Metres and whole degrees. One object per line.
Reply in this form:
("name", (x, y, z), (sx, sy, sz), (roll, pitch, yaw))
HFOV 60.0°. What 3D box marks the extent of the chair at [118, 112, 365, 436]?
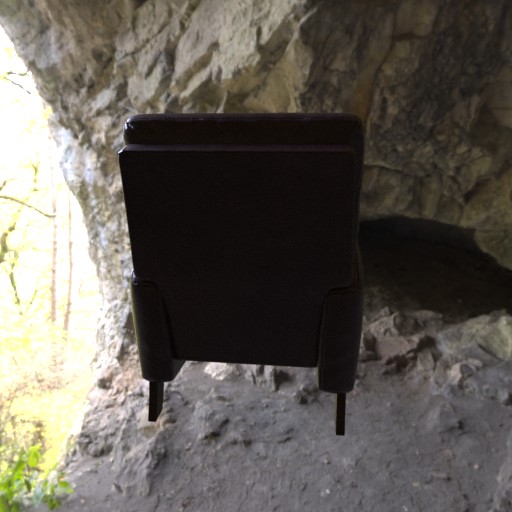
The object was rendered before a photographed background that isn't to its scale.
("chair", (0.000, 0.000, 1.661), (0.762, 0.990, 0.990), (2, 15, 6))
